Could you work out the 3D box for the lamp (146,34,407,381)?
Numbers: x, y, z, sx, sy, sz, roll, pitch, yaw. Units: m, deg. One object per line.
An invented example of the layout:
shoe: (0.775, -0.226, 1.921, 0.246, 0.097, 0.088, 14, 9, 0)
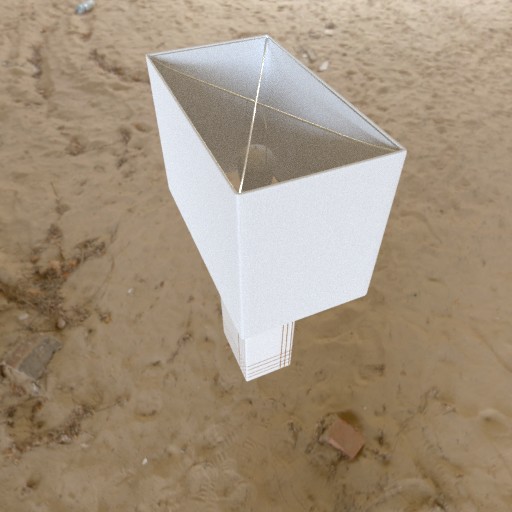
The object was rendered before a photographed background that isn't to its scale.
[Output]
lamp: (0.000, 0.000, 0.711, 0.182, 0.543, 0.334, -17, 49, -16)
